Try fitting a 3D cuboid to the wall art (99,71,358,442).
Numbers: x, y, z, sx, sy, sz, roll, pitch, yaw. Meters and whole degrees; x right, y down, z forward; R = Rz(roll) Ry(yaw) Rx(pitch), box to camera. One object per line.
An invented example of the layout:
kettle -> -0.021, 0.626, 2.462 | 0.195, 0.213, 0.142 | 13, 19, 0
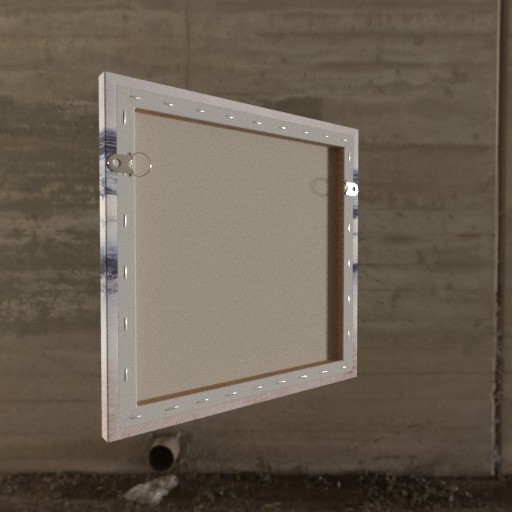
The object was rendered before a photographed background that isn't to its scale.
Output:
wall art -> 0.000, 0.000, 1.115 | 0.755, 0.747, 0.065 | -1, 2, -36
